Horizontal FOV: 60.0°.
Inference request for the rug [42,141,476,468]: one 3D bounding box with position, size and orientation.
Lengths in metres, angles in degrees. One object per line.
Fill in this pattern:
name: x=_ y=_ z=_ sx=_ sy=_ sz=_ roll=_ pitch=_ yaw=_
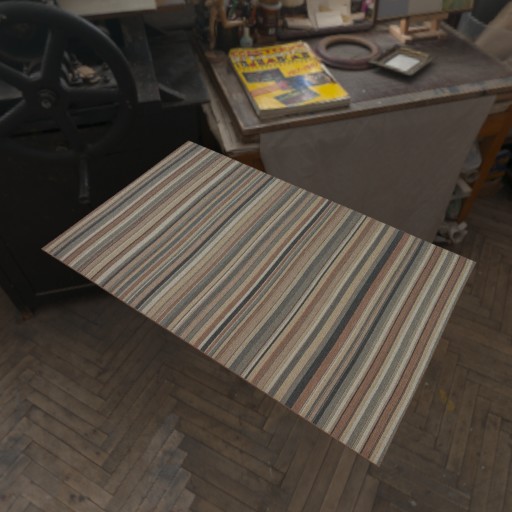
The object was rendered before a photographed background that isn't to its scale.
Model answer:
rug: x=0.000 y=0.000 z=2.929 sx=2.438 sy=0.014 sz=1.523 roll=27 pitch=54 yaw=22
